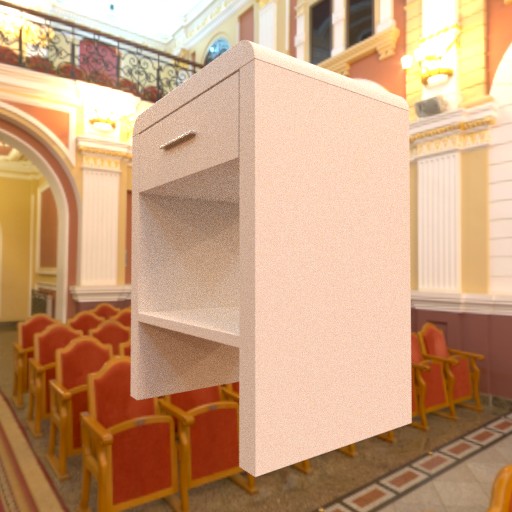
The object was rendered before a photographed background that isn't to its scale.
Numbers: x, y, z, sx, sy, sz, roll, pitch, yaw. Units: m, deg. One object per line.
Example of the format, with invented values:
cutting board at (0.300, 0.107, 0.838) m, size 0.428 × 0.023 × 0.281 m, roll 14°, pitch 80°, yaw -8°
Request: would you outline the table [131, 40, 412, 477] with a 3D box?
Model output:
table at (0.000, 0.000, 0.863) m, size 0.350 × 0.590 × 0.450 m, roll 1°, pitch -2°, yaw -36°
